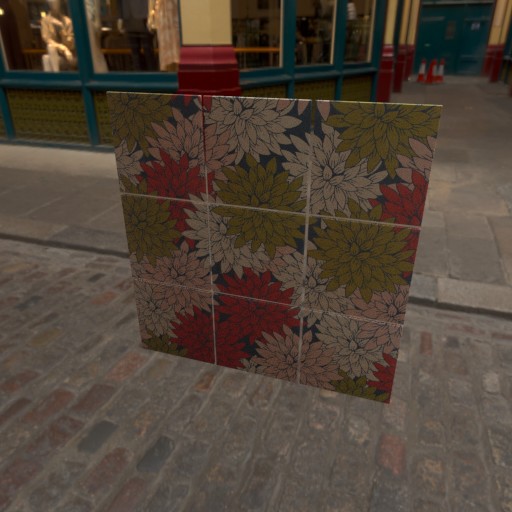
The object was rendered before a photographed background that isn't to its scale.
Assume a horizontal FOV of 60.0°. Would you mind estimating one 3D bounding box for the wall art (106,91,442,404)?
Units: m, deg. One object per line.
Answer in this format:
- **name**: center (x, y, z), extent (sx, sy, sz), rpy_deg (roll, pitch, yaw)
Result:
- **wall art**: center (0.000, 0.000, 1.801), extent (1.206, 1.218, 0.013), rpy_deg (8, 28, 16)
